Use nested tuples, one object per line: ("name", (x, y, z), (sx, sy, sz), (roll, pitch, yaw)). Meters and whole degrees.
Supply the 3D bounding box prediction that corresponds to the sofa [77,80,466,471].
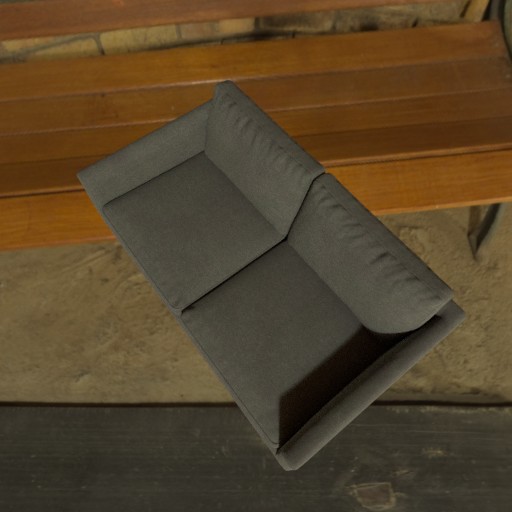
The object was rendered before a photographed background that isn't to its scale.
("sofa", (0.000, 0.000, 2.467), (1.091, 0.845, 1.909), (-35, 68, -16))
